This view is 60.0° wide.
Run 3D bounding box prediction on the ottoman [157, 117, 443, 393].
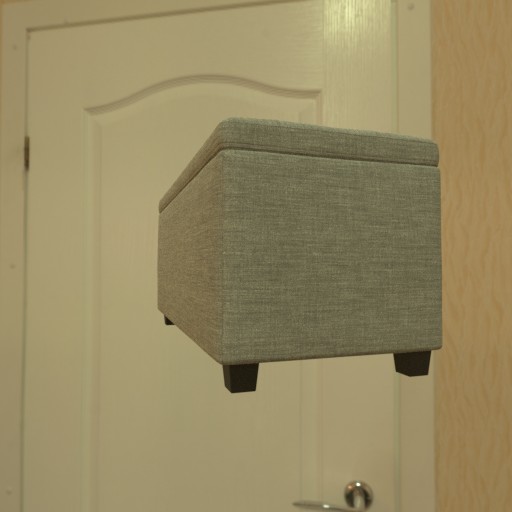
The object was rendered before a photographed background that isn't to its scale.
[{"bbox_3d":[0.000,0.000,1.121,0.419,0.432,0.902,0,-1,-18],"label":"ottoman"}]
